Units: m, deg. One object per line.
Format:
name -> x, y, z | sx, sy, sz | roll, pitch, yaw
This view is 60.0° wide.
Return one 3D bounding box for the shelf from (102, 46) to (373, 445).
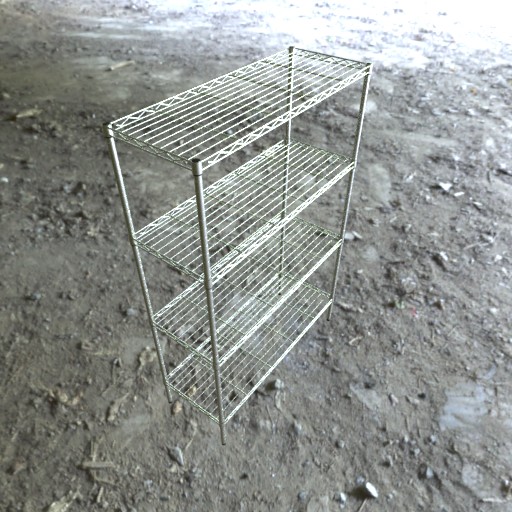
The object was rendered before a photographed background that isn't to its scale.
shelf -> 0.000, 0.000, 1.811 | 0.352, 1.360, 0.907 | 27, 47, 28
